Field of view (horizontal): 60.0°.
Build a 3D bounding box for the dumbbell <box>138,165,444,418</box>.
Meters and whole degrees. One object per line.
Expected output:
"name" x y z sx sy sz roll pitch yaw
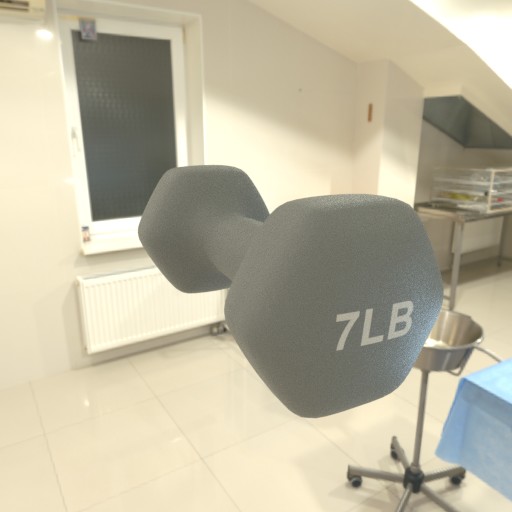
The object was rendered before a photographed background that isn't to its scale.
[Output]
"dumbbell" 0.000 0.000 0.229 0.090 0.081 0.184 -8 18 -25
